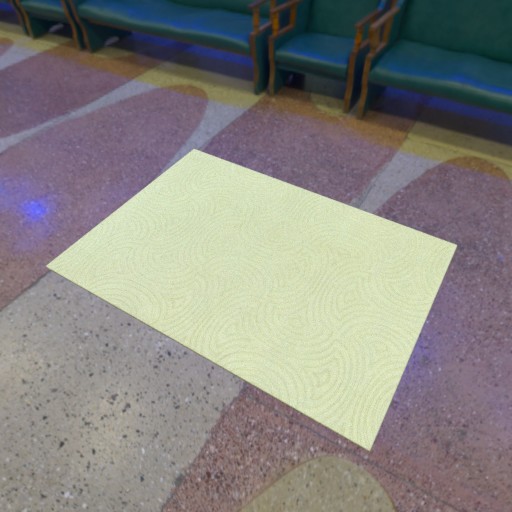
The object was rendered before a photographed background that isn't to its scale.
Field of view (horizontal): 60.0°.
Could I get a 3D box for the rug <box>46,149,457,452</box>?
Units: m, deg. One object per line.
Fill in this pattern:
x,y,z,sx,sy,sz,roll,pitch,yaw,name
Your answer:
0.000,0.000,2.816,2.132,0.015,1.526,24,51,21,rug
